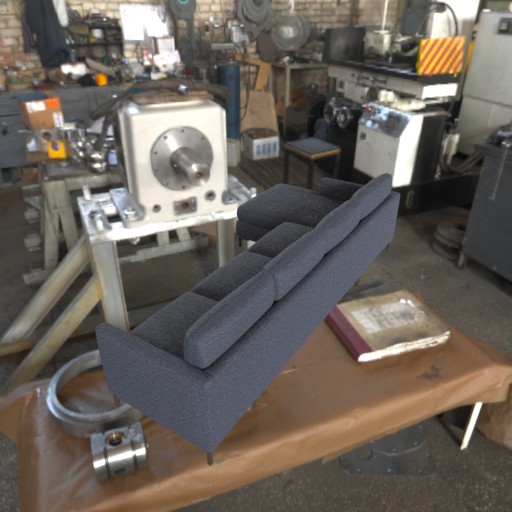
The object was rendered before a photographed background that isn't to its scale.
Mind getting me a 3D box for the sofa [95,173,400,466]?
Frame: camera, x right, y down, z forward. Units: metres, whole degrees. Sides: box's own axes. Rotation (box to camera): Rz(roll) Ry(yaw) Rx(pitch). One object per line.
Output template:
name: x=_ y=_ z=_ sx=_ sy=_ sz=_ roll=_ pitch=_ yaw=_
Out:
sofa: x=0.000 y=0.000 z=2.917 sx=1.125 sy=0.673 sz=2.445 roll=18 pitch=34 yaw=28
